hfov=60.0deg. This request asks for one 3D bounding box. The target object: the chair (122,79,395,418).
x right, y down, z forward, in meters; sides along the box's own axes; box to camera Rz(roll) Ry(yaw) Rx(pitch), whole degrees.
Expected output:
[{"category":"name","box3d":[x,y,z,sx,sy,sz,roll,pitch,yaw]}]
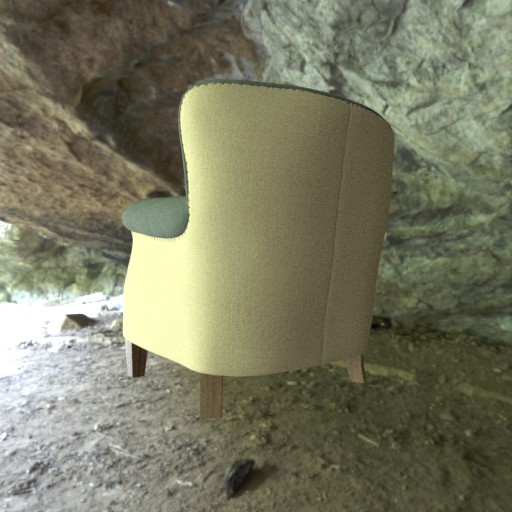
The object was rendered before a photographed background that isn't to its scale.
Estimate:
[{"category":"chair","box3d":[0.000,0.000,1.640,0.861,0.936,0.921,2,-3,-36]}]
